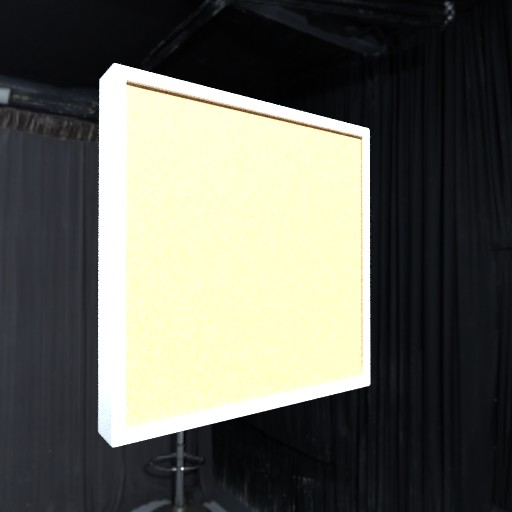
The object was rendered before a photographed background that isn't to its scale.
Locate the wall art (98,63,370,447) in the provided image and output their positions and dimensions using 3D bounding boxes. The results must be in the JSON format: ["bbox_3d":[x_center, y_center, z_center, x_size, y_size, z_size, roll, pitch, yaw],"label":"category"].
[{"bbox_3d":[0.000,0.000,0.453,0.305,0.305,0.038,0,-1,-35],"label":"wall art"}]
